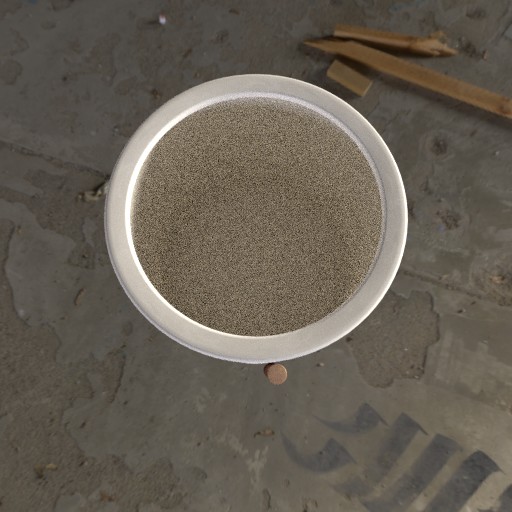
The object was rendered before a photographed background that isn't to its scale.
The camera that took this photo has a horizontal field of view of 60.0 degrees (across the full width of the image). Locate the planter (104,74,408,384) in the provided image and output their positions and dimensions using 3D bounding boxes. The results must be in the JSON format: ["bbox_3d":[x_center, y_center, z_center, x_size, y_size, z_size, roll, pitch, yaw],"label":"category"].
[{"bbox_3d":[0.000,0.000,0.891,0.421,0.581,0.420,38,79,8],"label":"planter"}]
